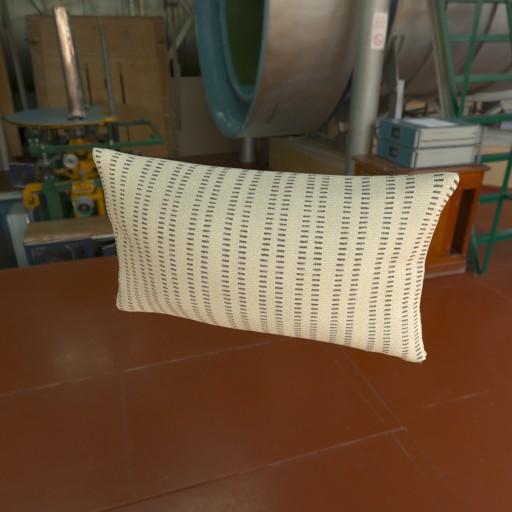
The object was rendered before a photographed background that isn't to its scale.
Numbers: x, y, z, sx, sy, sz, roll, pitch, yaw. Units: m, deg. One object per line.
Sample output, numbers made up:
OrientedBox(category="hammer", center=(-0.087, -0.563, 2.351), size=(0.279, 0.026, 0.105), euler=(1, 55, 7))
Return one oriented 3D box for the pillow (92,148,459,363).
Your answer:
OrientedBox(category="pillow", center=(0.000, 0.000, 0.806), size=(0.640, 0.353, 0.210), euler=(7, 27, 15))
